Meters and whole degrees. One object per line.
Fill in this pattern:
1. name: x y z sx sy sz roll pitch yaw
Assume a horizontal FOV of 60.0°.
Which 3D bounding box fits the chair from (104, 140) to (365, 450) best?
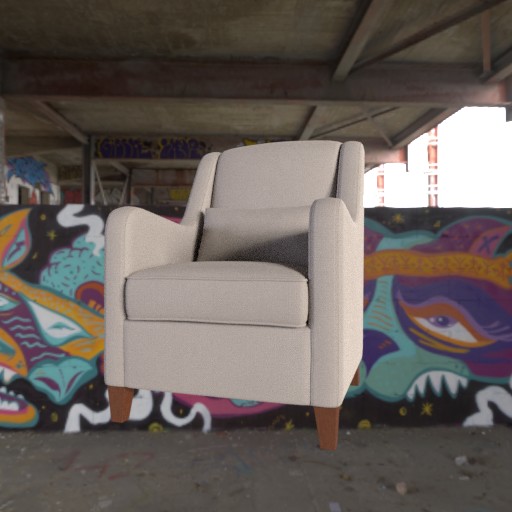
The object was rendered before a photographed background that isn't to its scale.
1. chair: 0.000 0.000 1.612 0.715 1.010 0.863 0 -1 18
